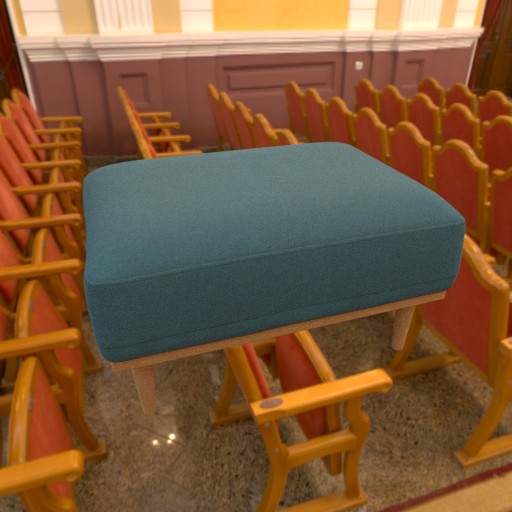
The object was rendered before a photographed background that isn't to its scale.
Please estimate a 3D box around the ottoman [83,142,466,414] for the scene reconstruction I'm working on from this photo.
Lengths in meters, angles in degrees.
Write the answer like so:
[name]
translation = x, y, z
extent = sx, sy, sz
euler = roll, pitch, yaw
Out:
[ottoman]
translation = 0.000, 0.000, 1.071
extent = 0.749, 0.428, 0.549
euler = -10, 31, -16
